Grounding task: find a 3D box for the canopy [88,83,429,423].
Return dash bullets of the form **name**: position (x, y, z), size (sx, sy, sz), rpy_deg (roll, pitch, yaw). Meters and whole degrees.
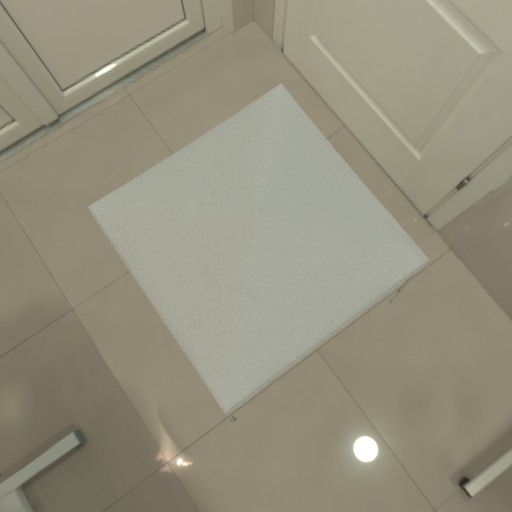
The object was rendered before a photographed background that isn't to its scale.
- **canopy**: position (0.000, 0.000, 5.119), size (2.848, 2.849, 2.849), rpy_deg (-35, 79, -8)
